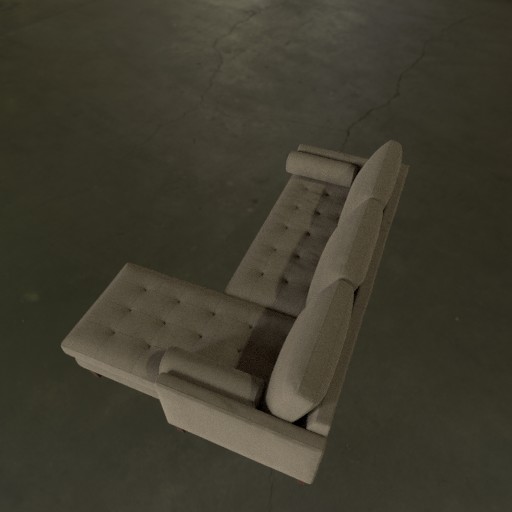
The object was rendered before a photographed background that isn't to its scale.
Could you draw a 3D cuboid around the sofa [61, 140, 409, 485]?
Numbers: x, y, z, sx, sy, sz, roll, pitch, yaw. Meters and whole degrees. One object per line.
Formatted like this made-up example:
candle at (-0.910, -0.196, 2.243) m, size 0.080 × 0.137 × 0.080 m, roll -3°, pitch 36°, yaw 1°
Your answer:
sofa at (0.000, 0.000, 2.852) m, size 1.506 × 0.875 × 2.178 m, roll 17°, pitch 50°, yaw 15°
